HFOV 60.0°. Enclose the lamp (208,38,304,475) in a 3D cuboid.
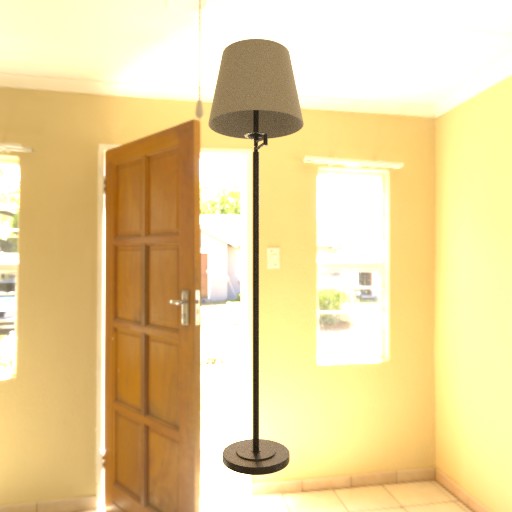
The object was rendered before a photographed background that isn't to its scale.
[{"bbox_3d":[0.000,0.000,1.617,0.348,1.473,0.348,0,-1,-20],"label":"lamp"}]
